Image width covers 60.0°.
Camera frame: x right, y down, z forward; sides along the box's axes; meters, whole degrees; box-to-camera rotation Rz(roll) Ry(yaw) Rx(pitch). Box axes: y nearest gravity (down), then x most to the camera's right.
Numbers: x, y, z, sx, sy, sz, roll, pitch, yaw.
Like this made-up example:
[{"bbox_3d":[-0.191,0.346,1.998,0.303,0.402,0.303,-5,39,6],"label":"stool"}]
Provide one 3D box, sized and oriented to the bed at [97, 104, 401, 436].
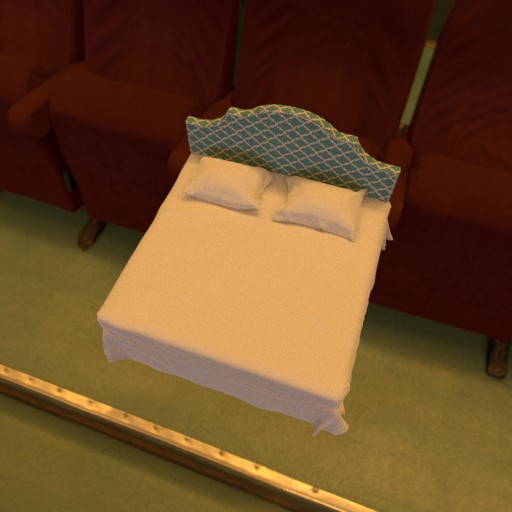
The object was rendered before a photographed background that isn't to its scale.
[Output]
[{"bbox_3d":[0.000,0.000,3.781,2.314,1.601,2.222,16,59,10],"label":"bed"}]
